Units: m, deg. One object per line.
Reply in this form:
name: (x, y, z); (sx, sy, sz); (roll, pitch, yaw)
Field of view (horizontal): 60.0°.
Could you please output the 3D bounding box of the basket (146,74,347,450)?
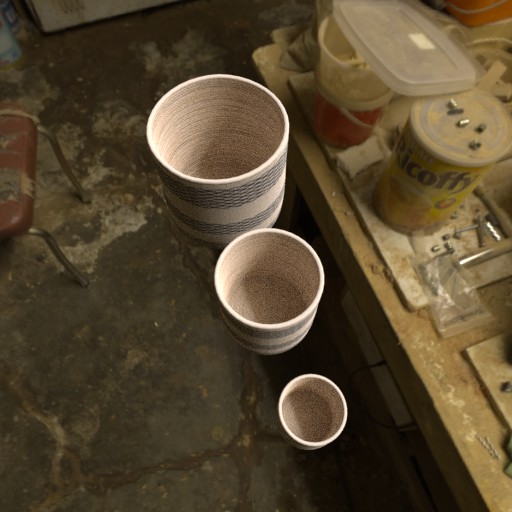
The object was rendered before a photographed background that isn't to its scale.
basket: (0.000, 0.000, 1.109); (0.351, 0.356, 0.917); (-17, 65, -8)
